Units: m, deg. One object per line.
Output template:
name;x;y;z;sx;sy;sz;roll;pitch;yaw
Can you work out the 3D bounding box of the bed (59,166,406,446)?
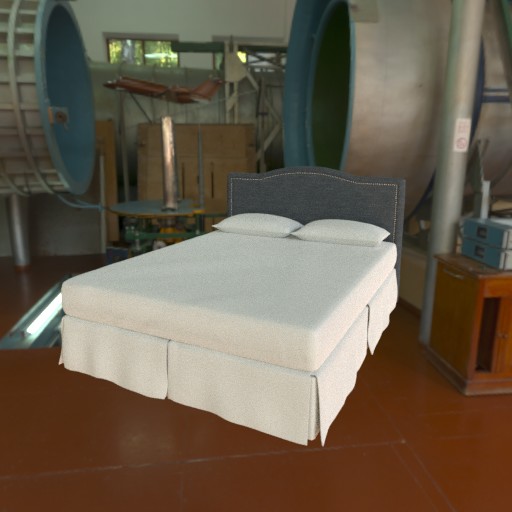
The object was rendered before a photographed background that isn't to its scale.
bed;0.000;0.000;3.941;2.161;1.457;2.689;7;16;26
